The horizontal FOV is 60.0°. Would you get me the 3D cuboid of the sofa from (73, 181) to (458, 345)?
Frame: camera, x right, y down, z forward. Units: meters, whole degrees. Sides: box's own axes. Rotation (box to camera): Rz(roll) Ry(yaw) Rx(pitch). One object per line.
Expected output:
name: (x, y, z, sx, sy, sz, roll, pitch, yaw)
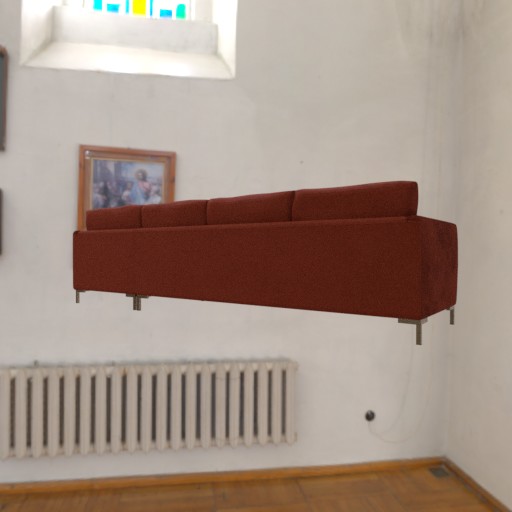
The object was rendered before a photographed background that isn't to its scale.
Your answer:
sofa: (0.000, 0.000, 3.454, 2.932, 0.810, 1.350, 1, 1, 36)
